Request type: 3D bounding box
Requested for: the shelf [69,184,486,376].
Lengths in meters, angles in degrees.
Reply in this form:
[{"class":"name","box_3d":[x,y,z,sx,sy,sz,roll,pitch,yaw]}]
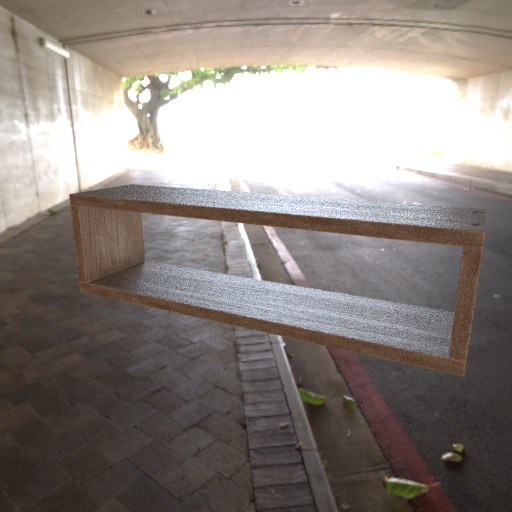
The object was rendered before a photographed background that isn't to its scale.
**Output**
[{"class":"shelf","box_3d":[0.000,0.000,0.681,0.610,0.170,0.150,8,18,26]}]
